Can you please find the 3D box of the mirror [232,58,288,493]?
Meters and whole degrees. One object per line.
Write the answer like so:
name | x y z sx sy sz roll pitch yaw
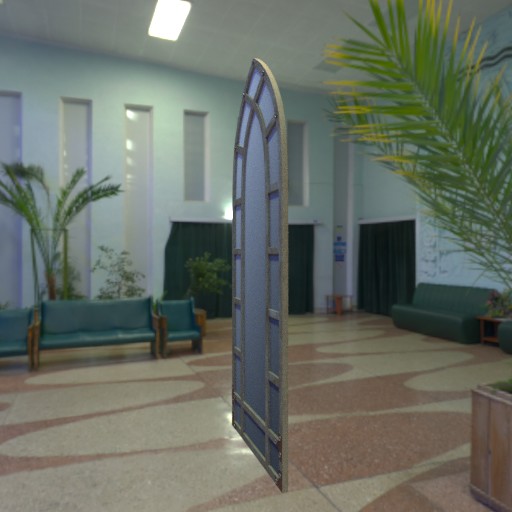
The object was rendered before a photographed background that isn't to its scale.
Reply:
mirror | 0.000 0.000 1.320 0.025 1.175 0.464 0 0 -19
